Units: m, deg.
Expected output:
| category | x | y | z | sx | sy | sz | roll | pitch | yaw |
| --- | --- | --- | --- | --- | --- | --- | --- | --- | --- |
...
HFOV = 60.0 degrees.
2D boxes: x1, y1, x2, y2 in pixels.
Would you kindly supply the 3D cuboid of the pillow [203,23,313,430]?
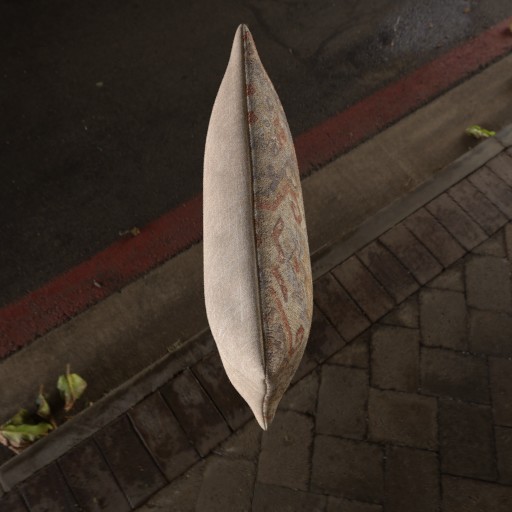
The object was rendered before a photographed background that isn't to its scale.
| category | x | y | z | sx | sy | sz | roll | pitch | yaw |
| --- | --- | --- | --- | --- | --- | --- | --- | --- | --- |
| pillow | 0.000 | 0.000 | 0.767 | 0.166 | 0.506 | 0.523 | -3 | 64 | -1 |
